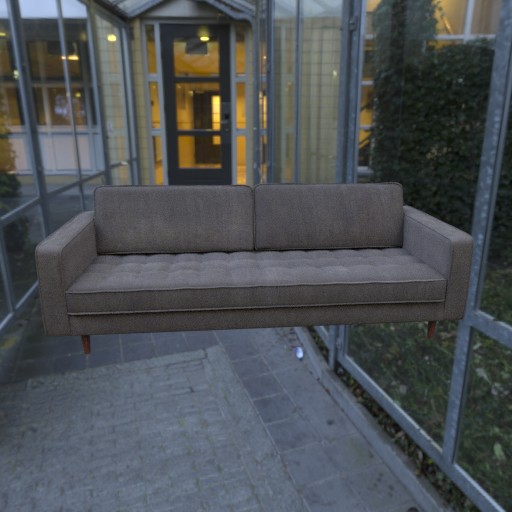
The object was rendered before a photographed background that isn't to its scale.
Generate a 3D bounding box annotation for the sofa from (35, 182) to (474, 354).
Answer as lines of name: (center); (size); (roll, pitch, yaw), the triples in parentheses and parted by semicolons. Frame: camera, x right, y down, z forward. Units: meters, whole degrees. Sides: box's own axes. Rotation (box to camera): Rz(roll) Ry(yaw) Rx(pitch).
sofa: (0.000, 0.000, 2.697); (2.295, 0.813, 0.923); (-2, 17, -5)
